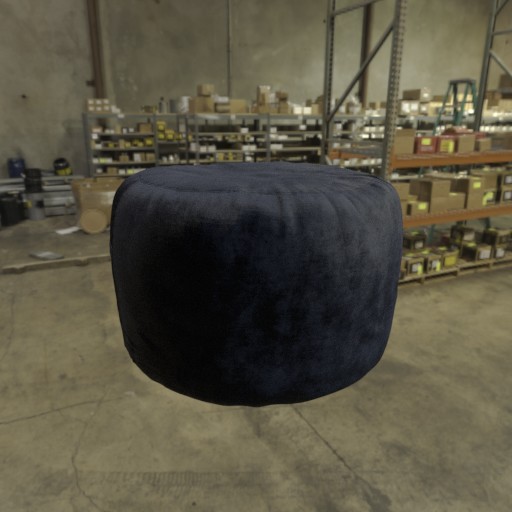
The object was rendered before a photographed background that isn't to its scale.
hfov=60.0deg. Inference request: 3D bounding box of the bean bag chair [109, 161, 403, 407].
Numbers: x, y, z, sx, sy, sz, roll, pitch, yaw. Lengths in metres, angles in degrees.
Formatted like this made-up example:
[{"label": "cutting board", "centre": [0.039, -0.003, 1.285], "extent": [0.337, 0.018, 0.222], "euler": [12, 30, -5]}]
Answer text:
[{"label": "bean bag chair", "centre": [0.000, 0.000, 1.950], "extent": [1.219, 0.762, 1.219], "euler": [0, 17, 0]}]
